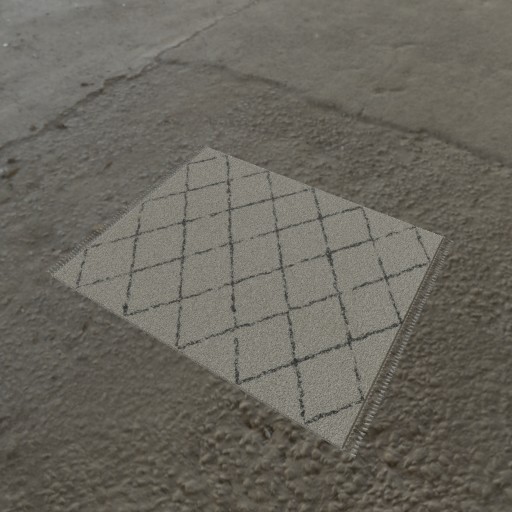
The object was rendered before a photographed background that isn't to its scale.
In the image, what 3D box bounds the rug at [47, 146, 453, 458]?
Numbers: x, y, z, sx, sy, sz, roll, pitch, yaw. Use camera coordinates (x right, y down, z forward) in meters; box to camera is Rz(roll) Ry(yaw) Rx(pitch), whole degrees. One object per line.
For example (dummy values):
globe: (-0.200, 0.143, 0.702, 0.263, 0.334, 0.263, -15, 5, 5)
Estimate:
rug: (0.000, 0.000, 4.176, 3.051, 0.013, 2.380, 25, 53, 21)
